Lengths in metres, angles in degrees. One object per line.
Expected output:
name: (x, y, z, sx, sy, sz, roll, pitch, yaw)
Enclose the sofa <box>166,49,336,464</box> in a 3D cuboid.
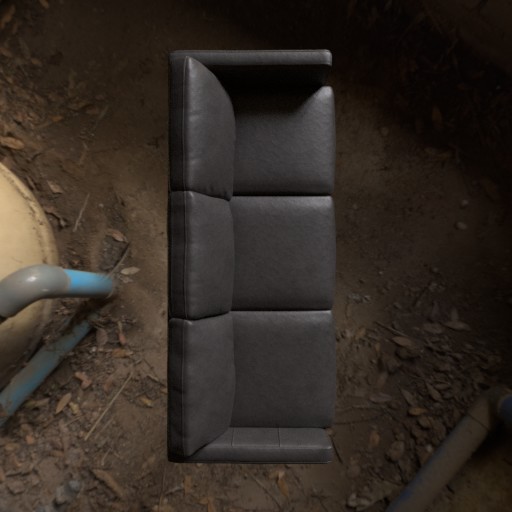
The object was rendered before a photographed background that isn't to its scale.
sofa: (0.000, 0.000, 2.926, 1.045, 1.006, 2.464, 0, 89, 1)
